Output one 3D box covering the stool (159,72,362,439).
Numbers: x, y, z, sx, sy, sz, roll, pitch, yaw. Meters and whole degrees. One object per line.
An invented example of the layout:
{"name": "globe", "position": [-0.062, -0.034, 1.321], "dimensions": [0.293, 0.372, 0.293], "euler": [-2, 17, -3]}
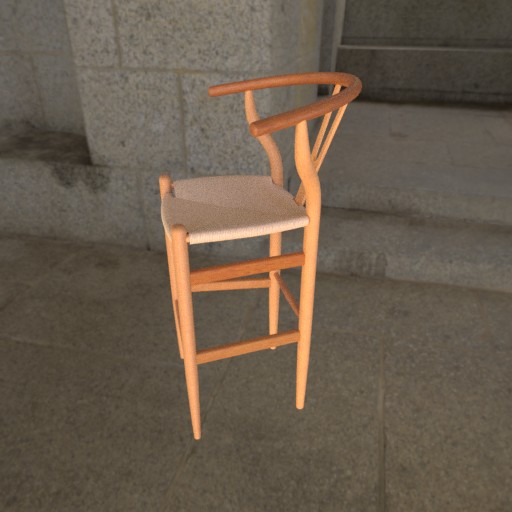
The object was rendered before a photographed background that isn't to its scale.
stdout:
{"name": "stool", "position": [0.000, 0.000, 1.417], "dimensions": [0.561, 1.068, 0.574], "euler": [-7, 29, -13]}
